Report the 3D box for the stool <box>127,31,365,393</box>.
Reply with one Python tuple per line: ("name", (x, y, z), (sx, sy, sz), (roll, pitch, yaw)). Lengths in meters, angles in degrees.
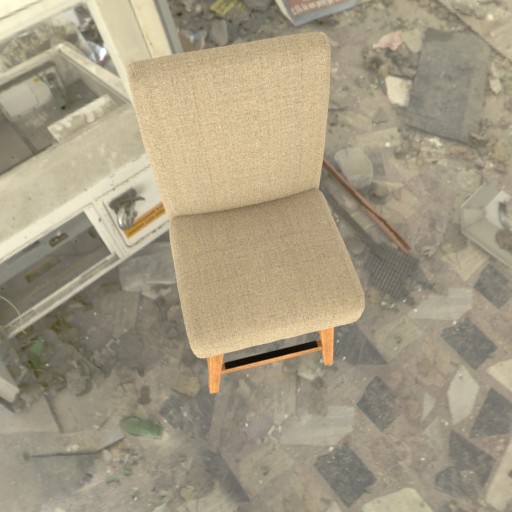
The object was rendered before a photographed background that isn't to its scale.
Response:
("stool", (0.000, 0.000, 1.262), (0.459, 1.010, 0.526), (-12, 65, -6))
